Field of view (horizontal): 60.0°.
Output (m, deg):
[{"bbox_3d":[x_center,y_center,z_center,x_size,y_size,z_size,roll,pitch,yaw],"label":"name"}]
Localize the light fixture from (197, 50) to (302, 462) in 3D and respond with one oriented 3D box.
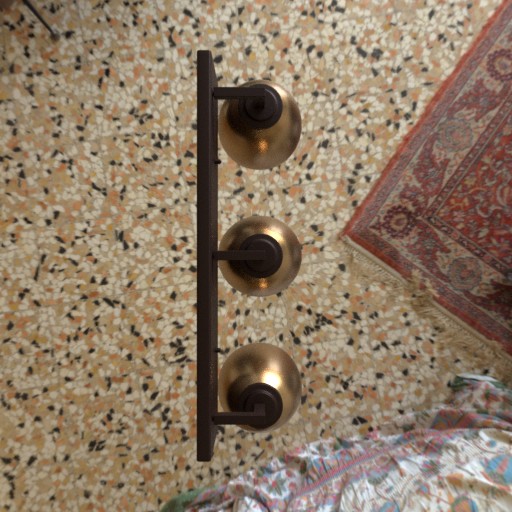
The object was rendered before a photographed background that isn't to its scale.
[{"bbox_3d":[0.000,0.000,0.684,0.157,0.204,0.582,0,90,0],"label":"light fixture"}]
